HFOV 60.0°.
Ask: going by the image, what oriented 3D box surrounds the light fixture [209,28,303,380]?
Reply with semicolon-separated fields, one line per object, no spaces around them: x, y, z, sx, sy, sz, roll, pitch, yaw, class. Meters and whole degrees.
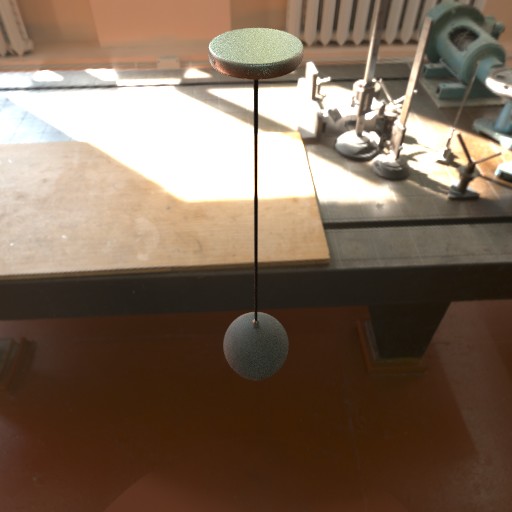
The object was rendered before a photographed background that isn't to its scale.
0.000;0.000;0.828;0.153;0.760;0.153;24;51;21;light fixture
